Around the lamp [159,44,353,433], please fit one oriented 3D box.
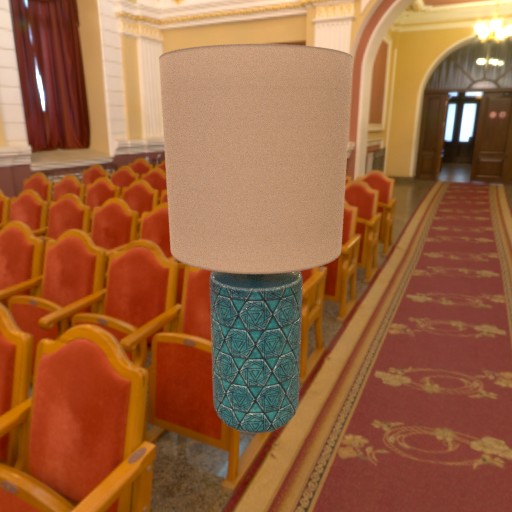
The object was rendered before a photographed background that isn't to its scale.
[{"bbox_3d":[0.000,0.000,0.734,0.278,0.597,0.278,8,18,25],"label":"lamp"}]
